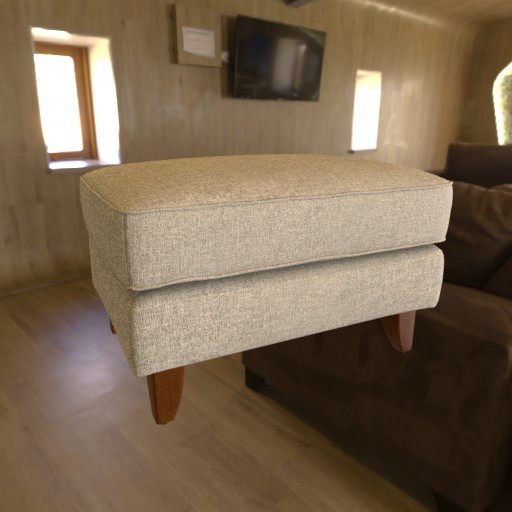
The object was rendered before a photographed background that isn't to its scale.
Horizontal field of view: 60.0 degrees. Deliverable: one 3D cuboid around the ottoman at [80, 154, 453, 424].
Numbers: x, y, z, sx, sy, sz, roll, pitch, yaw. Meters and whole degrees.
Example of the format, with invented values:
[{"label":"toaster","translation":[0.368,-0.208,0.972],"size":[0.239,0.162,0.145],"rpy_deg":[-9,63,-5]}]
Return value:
[{"label":"ottoman","translation":[0.000,0.000,1.298],"size":[0.889,0.561,0.661],"rpy_deg":[-8,19,-26]}]
